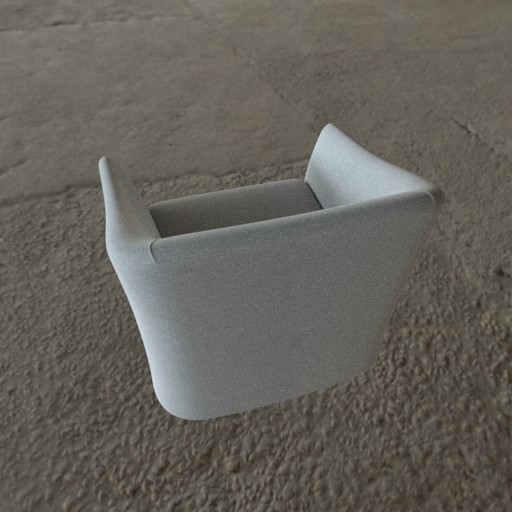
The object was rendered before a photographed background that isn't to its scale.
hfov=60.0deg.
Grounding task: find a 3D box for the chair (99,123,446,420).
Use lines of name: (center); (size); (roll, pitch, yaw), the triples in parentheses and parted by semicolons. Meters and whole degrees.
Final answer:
chair: (0.000, 0.000, 1.329); (0.790, 0.720, 0.700); (-12, 43, -13)
